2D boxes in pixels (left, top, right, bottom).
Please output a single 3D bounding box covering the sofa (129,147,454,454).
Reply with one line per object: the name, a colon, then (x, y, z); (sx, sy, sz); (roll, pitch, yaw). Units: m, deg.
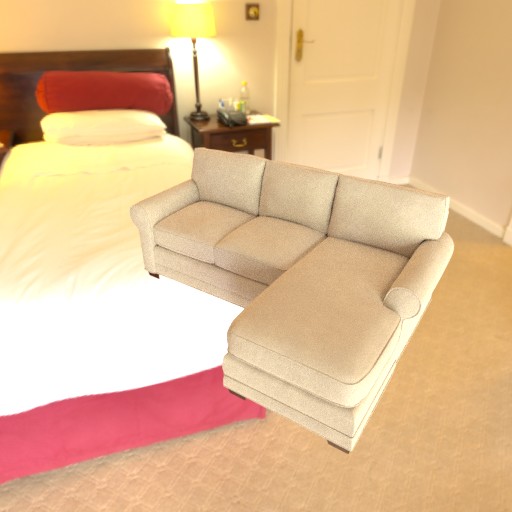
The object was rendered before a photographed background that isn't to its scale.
sofa: (0.000, 0.000, 2.371); (1.770, 0.734, 1.226); (18, 34, 29)
